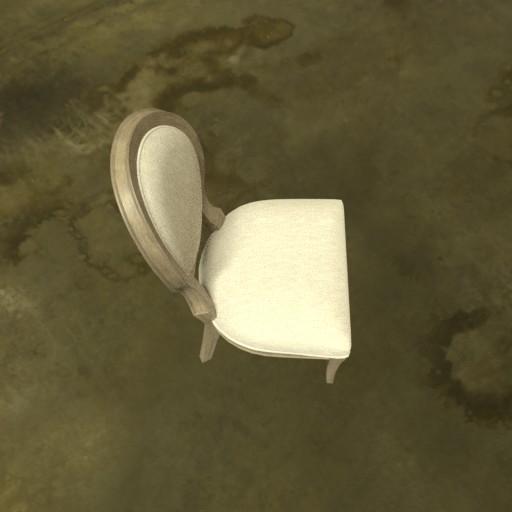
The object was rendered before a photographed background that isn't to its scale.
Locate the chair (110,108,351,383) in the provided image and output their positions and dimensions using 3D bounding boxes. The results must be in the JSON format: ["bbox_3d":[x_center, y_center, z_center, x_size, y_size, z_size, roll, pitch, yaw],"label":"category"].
[{"bbox_3d":[0.000,0.000,1.352,0.602,0.990,0.558,2,62,1],"label":"chair"}]
